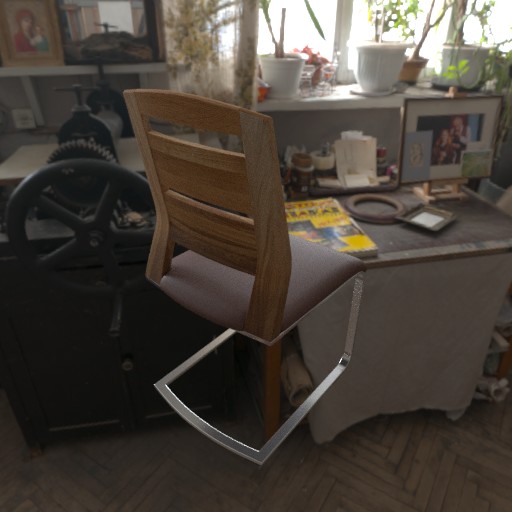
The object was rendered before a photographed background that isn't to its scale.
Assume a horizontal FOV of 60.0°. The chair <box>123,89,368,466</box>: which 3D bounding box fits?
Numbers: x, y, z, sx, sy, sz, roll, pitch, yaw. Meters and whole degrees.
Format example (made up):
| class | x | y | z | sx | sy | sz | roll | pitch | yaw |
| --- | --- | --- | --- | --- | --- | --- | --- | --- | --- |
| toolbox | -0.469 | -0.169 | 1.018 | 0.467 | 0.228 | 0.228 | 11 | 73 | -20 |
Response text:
| class | x | y | z | sx | sy | sz | roll | pitch | yaw |
| --- | --- | --- | --- | --- | --- | --- | --- | --- | --- |
| chair | 0.000 | 0.000 | 1.284 | 0.460 | 0.970 | 0.570 | 22 | 37 | 33 |
